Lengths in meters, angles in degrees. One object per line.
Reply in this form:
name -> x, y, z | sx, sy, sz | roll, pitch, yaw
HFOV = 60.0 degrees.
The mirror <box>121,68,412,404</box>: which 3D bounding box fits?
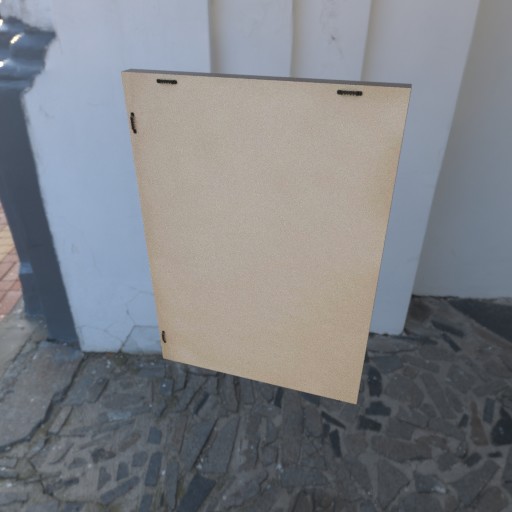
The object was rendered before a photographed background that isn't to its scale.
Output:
mirror -> 0.000, 0.000, 0.938 | 0.507, 0.710, 0.040 | 9, 33, 15
